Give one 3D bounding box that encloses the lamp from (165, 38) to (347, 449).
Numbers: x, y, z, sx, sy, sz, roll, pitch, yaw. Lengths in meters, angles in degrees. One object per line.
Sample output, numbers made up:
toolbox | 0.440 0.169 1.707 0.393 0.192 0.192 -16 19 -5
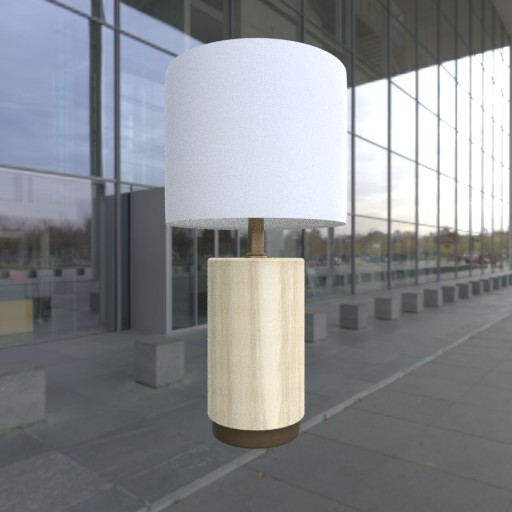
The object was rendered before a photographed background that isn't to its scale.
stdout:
lamp | 0.000 0.000 0.565 0.228 0.444 0.228 0 0 -36
